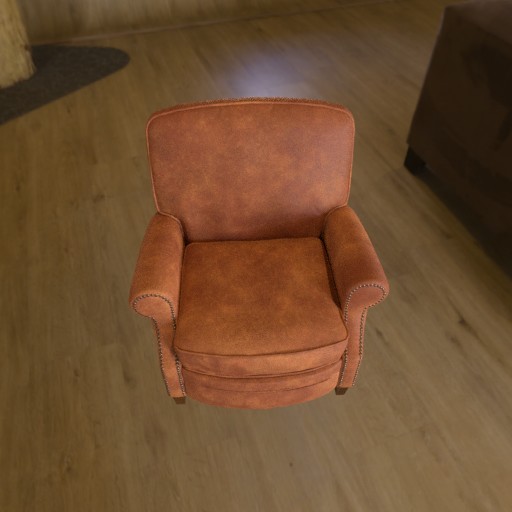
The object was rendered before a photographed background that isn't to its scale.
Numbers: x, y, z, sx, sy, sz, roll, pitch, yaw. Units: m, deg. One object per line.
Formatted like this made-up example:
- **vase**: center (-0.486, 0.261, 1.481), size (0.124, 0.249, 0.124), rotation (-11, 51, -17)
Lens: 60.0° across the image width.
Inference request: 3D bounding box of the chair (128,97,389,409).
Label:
- **chair**: center (0.000, 0.000, 1.814), size (0.936, 1.018, 0.986), rotation (-3, 46, -2)
